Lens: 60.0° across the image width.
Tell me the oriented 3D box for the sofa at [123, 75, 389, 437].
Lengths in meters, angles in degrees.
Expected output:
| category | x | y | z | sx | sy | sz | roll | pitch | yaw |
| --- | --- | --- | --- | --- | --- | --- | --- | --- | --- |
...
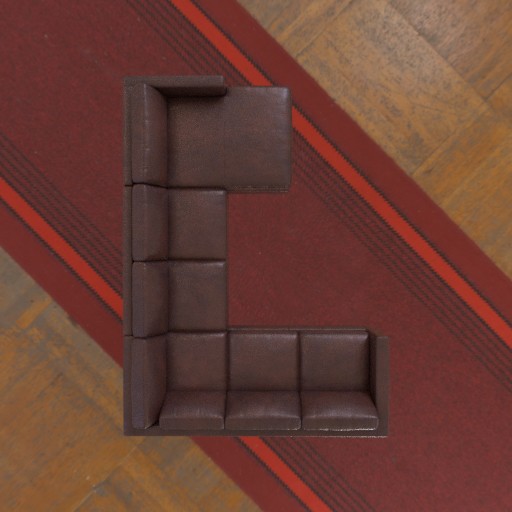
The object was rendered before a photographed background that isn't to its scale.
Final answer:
| category | x | y | z | sx | sy | sz | roll | pitch | yaw |
| --- | --- | --- | --- | --- | --- | --- | --- | --- | --- |
| sofa | 0.000 | 0.000 | 4.355 | 2.452 | 0.891 | 3.324 | 0 | 90 | 1 |
